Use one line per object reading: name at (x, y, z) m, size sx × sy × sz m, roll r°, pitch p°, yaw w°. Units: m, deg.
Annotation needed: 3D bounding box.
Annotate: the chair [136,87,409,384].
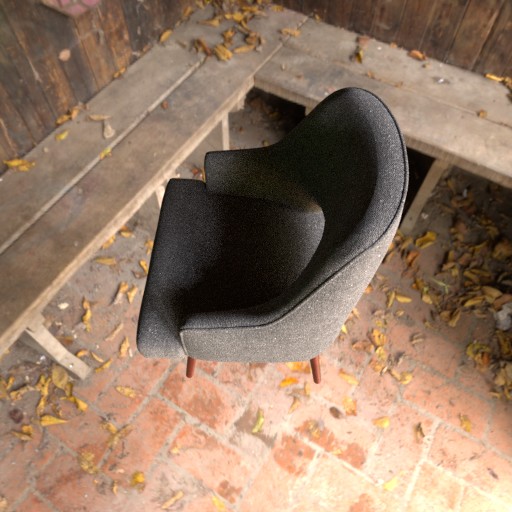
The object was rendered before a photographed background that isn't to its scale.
chair at (0.000, 0.000, 1.281) m, size 0.629 × 0.875 × 0.608 m, roll 2°, pitch 58°, yaw 1°
